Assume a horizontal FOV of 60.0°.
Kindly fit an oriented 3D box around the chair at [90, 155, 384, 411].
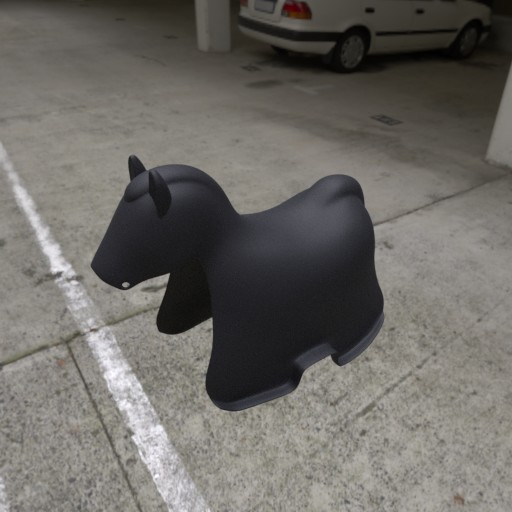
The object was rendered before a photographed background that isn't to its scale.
[{"bbox_3d":[0.000,0.000,1.141,0.800,0.612,0.429,-20,37,-29],"label":"chair"}]
